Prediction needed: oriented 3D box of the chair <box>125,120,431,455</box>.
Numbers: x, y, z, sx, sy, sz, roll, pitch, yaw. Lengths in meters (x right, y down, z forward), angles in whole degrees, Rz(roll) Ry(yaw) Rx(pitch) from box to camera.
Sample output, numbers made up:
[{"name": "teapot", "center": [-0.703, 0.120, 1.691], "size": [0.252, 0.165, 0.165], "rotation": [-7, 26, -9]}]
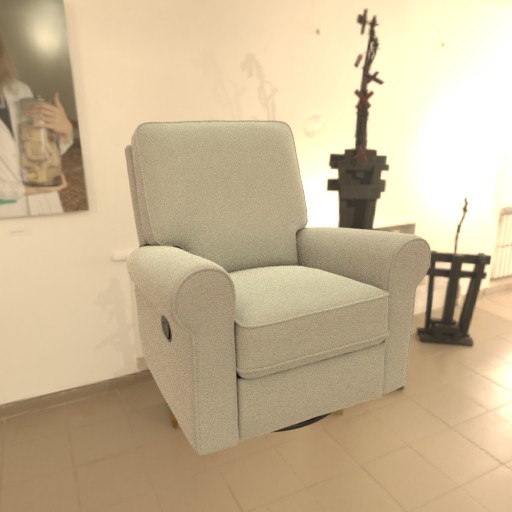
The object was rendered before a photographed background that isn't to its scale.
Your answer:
[{"name": "chair", "center": [0.000, 0.000, 1.624], "size": [0.890, 0.960, 0.878], "rotation": [-8, 18, -26]}]
